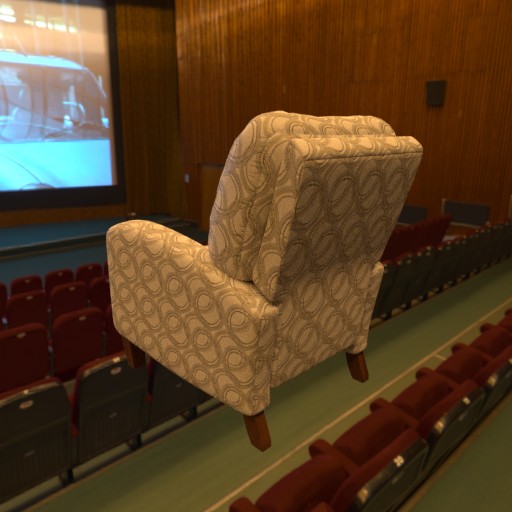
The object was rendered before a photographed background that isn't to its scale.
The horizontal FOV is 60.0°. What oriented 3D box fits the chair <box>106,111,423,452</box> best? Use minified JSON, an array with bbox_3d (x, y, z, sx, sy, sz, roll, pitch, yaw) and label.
[{"bbox_3d":[0.000,0.000,1.759,0.796,1.065,0.995,-15,22,-42],"label":"chair"}]
